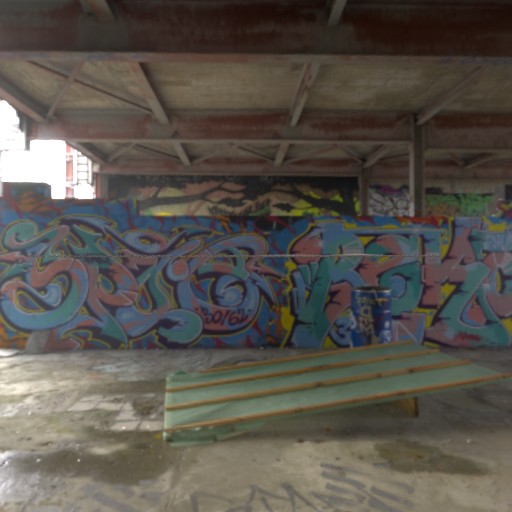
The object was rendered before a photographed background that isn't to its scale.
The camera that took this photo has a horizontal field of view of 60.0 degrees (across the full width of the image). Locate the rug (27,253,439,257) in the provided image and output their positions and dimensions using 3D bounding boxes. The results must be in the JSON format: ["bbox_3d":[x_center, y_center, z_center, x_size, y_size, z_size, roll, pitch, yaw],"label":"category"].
[{"bbox_3d":[0.000,0.000,4.215,3.051,0.021,2.448,0,0,18],"label":"rug"}]
